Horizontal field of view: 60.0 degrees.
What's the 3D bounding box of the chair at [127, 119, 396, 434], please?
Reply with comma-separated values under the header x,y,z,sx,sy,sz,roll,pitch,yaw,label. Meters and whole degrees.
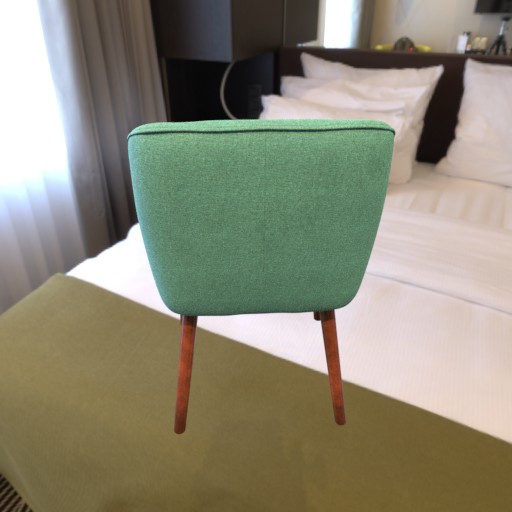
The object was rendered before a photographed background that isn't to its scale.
x,y,z,sx,sy,sz,roll,pitch,yaw,label
0.000,0.000,1.148,0.543,0.803,0.519,-2,31,-3,chair
